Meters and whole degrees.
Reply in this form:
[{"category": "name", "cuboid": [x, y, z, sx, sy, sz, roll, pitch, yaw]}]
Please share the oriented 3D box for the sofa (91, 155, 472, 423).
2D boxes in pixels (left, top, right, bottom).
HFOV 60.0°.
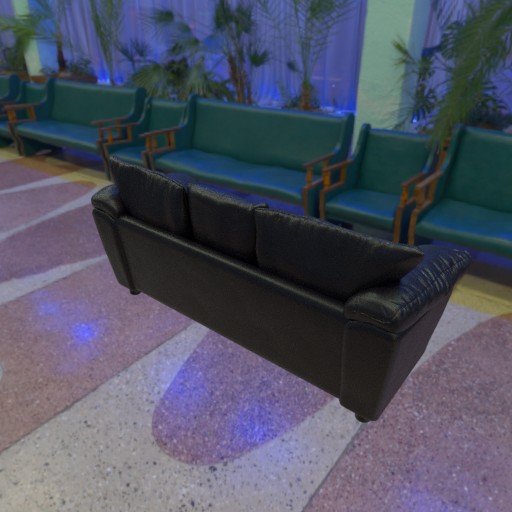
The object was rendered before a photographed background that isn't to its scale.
[{"category": "sofa", "cuboid": [0.000, 0.000, 2.840, 2.336, 1.073, 0.880, 21, 35, 33]}]
